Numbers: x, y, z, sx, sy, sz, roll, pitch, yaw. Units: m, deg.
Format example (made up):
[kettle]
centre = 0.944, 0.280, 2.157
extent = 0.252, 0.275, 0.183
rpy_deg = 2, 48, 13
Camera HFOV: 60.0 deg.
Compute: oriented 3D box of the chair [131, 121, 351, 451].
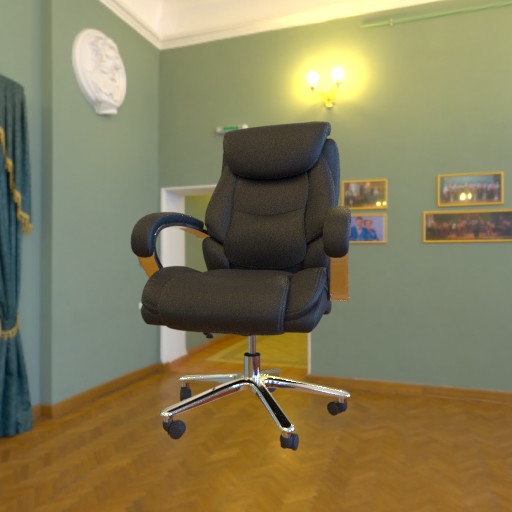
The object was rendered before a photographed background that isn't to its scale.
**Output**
[chair]
centre = 0.000, 0.000, 1.692
extent = 0.755, 1.183, 0.790
rpy_deg = 0, 0, 18
